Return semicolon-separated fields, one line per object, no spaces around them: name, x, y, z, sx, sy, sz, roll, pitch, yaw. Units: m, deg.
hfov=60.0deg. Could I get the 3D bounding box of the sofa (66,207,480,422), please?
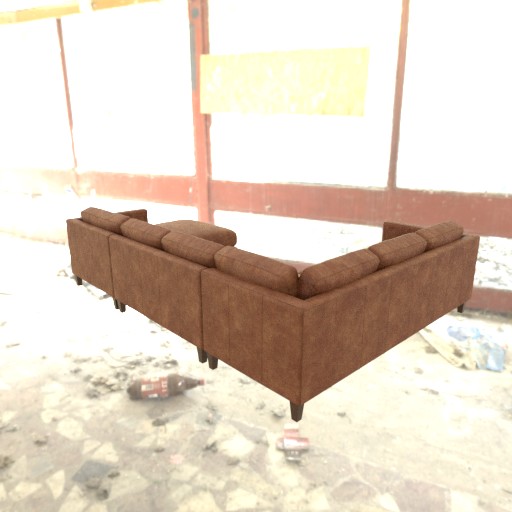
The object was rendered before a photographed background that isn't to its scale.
sofa;0.000;0.000;4.434;2.452;0.888;3.324;-15;22;-41
